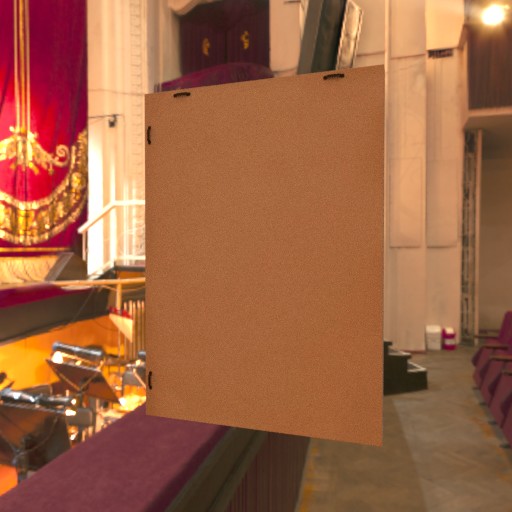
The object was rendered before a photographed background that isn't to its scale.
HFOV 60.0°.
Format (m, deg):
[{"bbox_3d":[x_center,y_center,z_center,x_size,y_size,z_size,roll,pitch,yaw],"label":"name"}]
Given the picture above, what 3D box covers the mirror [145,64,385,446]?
[{"bbox_3d":[0.000,0.000,0.916,0.507,0.710,0.040,0,1,18],"label":"mirror"}]
